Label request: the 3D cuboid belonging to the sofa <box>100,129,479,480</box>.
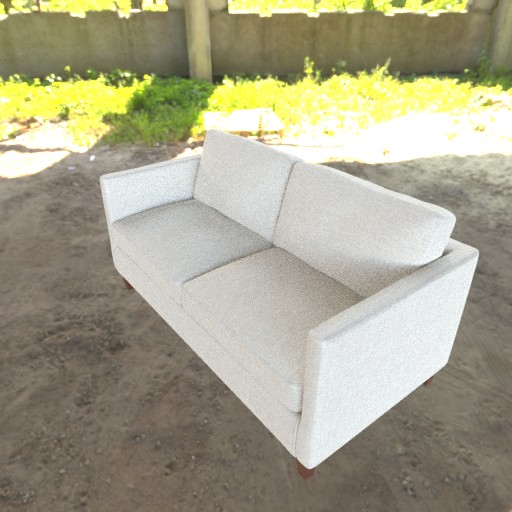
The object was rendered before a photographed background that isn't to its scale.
[{"bbox_3d":[0.000,0.000,2.332,0.950,0.963,1.838,-21,37,-32],"label":"sofa"}]
